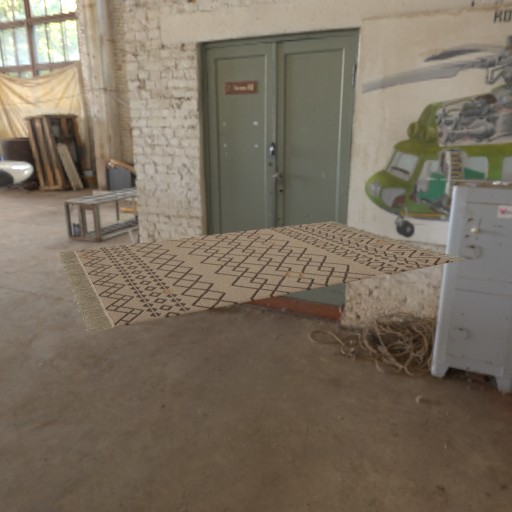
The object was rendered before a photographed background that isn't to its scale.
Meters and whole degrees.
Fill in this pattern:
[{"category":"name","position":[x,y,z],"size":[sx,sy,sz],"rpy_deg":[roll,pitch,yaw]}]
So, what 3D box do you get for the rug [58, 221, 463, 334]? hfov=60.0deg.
[{"category":"rug","position":[0.000,0.000,2.556],"size":[2.023,0.028,1.224],"rpy_deg":[-8,18,-27]}]
